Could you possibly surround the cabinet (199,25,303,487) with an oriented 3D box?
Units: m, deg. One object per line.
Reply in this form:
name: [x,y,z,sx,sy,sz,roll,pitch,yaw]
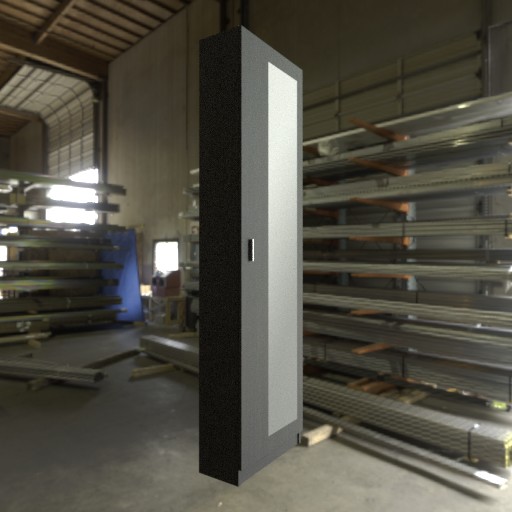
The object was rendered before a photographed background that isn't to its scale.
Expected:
cabinet: [0.000,0.000,1.977,0.230,1.790,0.500,0,0,34]
